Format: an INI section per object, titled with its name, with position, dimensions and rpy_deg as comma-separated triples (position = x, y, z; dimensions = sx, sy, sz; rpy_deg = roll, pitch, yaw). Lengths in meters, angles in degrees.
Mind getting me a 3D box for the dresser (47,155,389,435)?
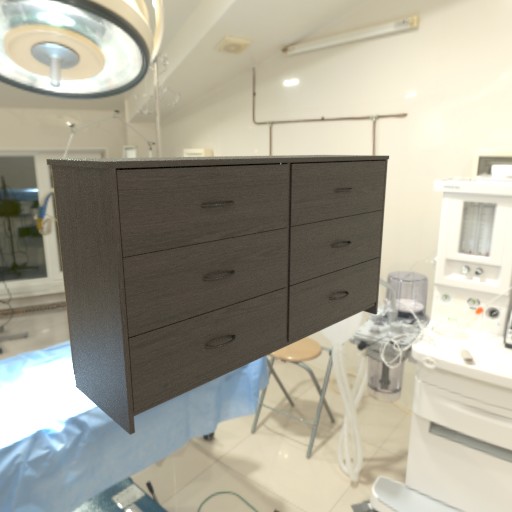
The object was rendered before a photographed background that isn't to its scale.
[dresser]
position = 0.000, 0.000, 1.732
dimensions = 1.360, 0.755, 0.401
rpy_deg = -13, 19, -43
